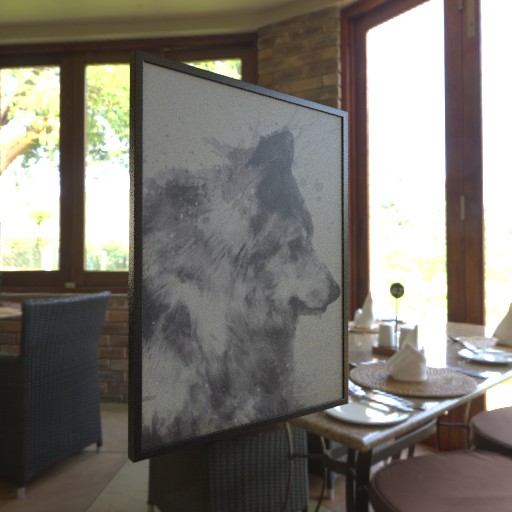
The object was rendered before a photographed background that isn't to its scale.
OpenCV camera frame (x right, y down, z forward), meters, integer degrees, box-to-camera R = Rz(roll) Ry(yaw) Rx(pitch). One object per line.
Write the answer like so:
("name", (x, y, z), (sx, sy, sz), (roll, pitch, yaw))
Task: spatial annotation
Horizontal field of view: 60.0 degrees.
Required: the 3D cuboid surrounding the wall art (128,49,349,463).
("wall art", (0.000, 0.000, 1.389), (0.804, 1.061, 0.039), (1, -1, -36))
